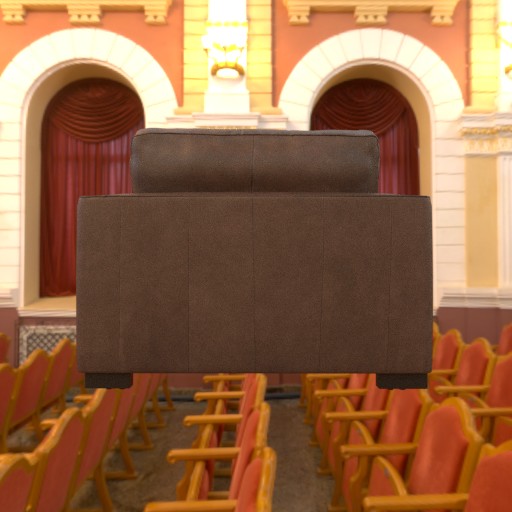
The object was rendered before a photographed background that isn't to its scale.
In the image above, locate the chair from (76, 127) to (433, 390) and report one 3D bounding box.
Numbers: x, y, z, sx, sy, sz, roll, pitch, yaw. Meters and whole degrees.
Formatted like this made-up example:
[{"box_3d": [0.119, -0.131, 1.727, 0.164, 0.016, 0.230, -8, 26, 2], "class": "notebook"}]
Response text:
[{"box_3d": [0.000, 0.000, 1.819, 1.100, 0.812, 1.069, 0, -1, 0], "class": "chair"}]
